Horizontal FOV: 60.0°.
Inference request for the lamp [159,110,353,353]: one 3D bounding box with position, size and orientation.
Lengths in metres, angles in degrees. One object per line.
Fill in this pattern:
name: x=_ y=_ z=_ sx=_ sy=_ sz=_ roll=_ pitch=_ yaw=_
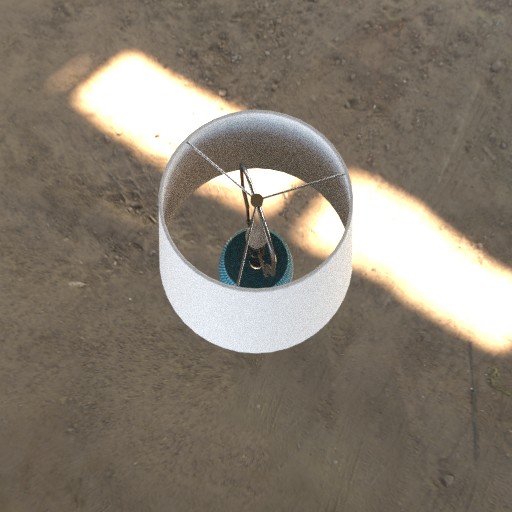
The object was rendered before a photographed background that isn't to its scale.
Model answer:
lamp: x=0.000 y=0.000 z=0.824 sx=0.355 sy=0.582 sz=0.355 roll=0 pitch=75 yaw=0
